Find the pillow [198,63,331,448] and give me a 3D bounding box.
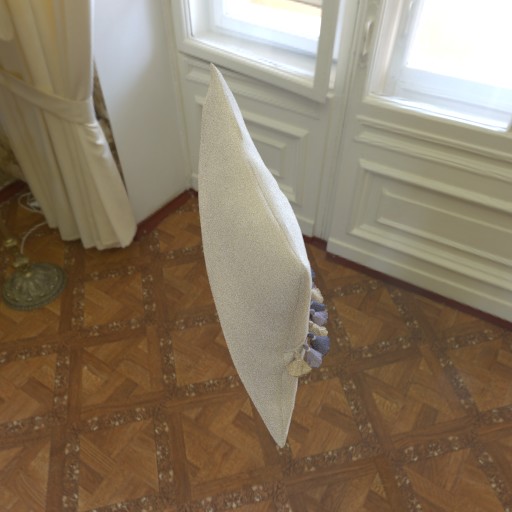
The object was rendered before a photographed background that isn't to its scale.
[{"bbox_3d":[0.000,0.000,0.762,0.165,0.481,0.489,-11,49,-10],"label":"pillow"}]
